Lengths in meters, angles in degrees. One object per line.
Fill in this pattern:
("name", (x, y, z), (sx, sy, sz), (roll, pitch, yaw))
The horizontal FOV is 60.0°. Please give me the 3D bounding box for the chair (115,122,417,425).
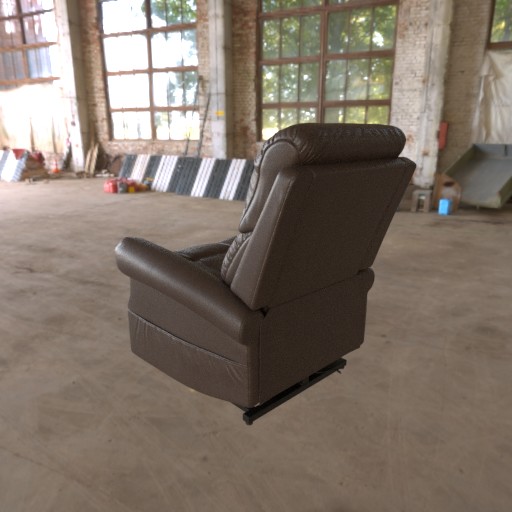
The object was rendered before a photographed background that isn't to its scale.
("chair", (0.000, 0.000, 1.802), (0.869, 1.028, 0.978), (-15, 22, -42))
